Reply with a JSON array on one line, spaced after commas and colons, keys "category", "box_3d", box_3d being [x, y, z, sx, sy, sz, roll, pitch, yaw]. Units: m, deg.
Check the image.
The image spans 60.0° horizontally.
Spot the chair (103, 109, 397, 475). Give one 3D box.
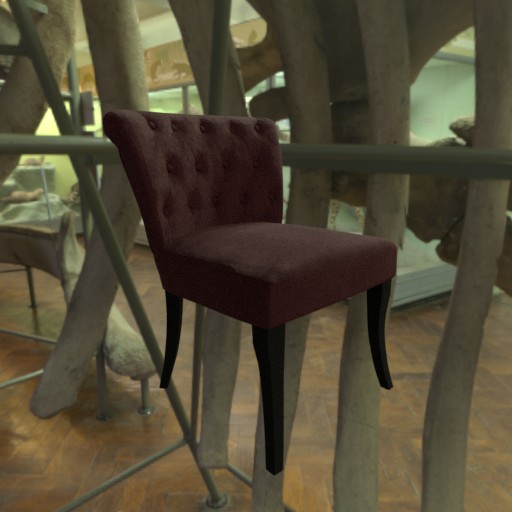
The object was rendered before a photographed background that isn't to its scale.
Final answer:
[{"category": "chair", "box_3d": [0.000, 0.000, 1.195, 0.582, 0.750, 0.605, -14, 20, -43]}]
